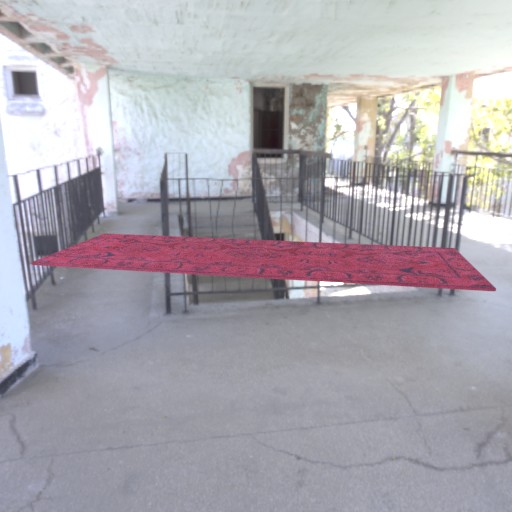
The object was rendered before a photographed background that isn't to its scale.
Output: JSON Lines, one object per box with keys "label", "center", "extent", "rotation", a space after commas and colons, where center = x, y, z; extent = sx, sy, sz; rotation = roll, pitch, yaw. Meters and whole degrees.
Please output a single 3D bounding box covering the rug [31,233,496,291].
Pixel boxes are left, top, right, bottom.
{"label": "rug", "center": [0.000, 0.000, 2.671], "extent": [2.439, 0.018, 0.813], "rotation": [3, 15, 10]}
